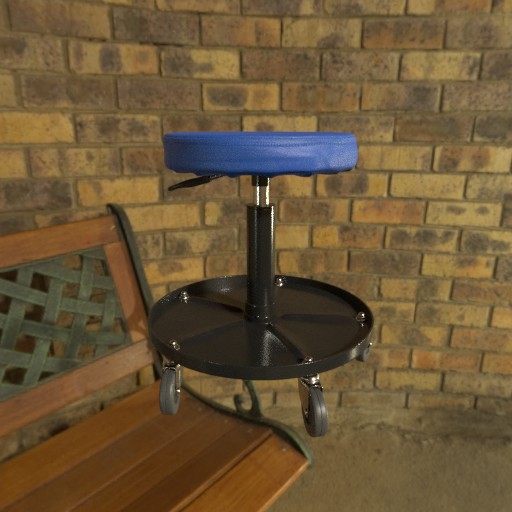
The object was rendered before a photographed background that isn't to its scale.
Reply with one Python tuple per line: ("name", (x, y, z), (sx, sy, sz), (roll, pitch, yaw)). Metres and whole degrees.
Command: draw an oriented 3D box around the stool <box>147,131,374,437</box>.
("stool", (0.000, 0.000, 0.680), (0.382, 0.365, 0.381), (3, 17, 9))
